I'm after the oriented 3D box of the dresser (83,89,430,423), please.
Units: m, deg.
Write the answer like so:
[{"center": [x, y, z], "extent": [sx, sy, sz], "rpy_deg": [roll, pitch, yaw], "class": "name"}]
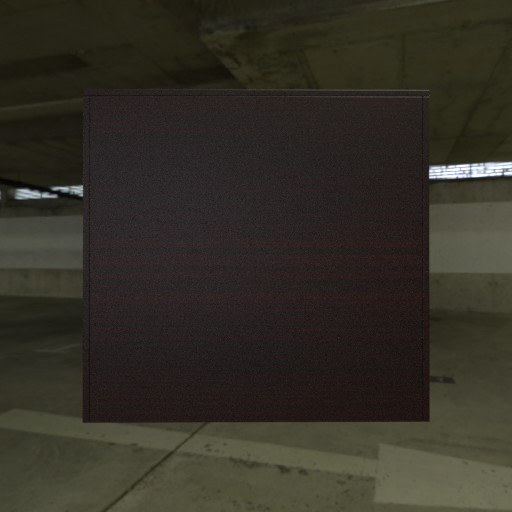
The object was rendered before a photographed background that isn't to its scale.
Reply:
[{"center": [0.000, 0.000, 1.138], "extent": [0.750, 0.720, 0.360], "rpy_deg": [0, 0, 0], "class": "dresser"}]
